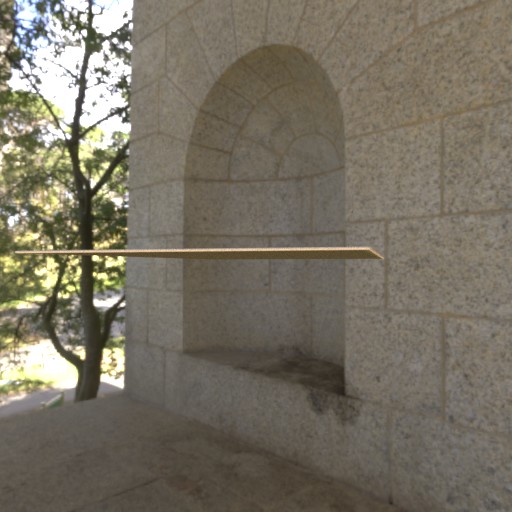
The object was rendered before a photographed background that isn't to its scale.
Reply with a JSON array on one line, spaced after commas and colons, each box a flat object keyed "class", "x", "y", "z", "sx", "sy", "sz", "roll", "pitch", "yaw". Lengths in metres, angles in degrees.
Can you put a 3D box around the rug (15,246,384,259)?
[{"class": "rug", "x": 0.000, "y": 0.000, "z": 2.816, "sx": 1.524, "sy": 0.011, "sz": 2.286, "roll": 0, "pitch": -1, "yaw": 17}]
